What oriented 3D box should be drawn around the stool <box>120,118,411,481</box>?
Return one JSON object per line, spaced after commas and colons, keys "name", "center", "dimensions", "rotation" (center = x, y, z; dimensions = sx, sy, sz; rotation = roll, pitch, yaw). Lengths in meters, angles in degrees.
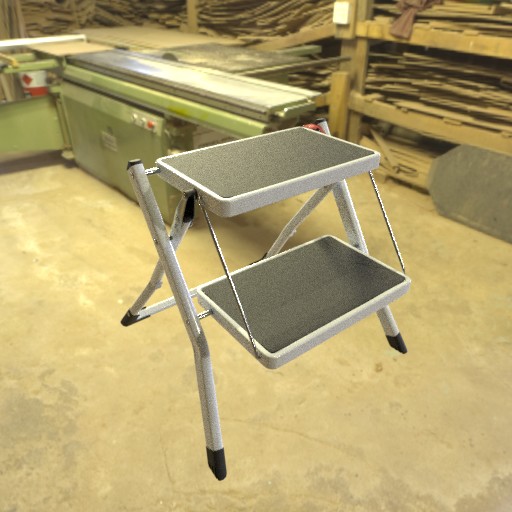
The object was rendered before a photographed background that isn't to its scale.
{"name": "stool", "center": [0.000, 0.000, 0.860], "dimensions": [0.485, 0.445, 0.490], "rotation": [-22, 38, -31]}
